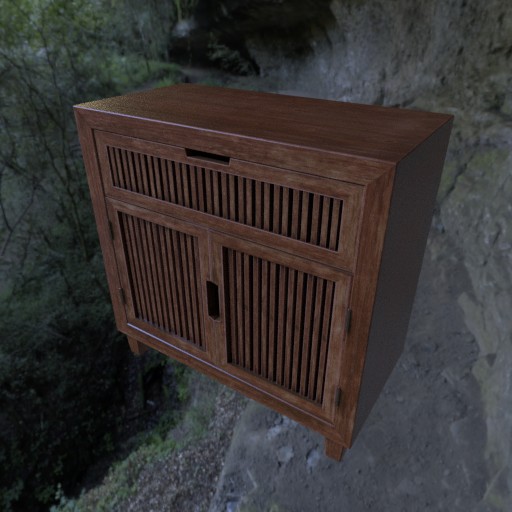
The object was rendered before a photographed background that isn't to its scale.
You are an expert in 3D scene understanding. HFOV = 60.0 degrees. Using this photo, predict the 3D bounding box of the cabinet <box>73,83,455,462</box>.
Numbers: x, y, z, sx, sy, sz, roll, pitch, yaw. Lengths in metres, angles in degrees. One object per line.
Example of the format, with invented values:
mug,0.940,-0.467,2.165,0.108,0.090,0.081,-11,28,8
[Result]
cabinet,0.000,0.000,1.226,0.796,0.785,0.412,18,35,28
